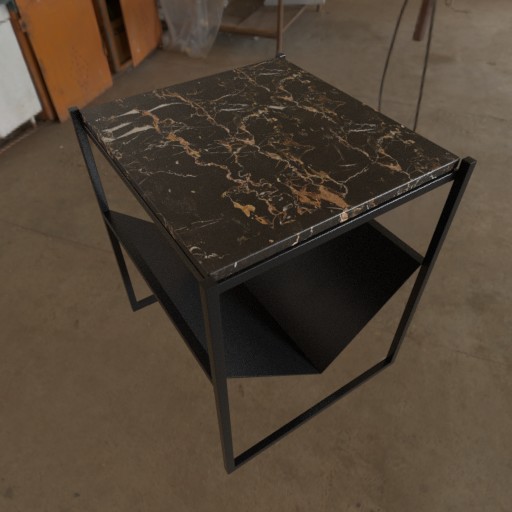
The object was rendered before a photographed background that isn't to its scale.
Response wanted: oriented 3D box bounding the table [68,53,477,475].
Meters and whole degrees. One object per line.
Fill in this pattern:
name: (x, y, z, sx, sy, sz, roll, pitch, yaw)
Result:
table: (0.000, 0.000, 0.861, 0.432, 0.534, 0.469, -25, 50, -23)
